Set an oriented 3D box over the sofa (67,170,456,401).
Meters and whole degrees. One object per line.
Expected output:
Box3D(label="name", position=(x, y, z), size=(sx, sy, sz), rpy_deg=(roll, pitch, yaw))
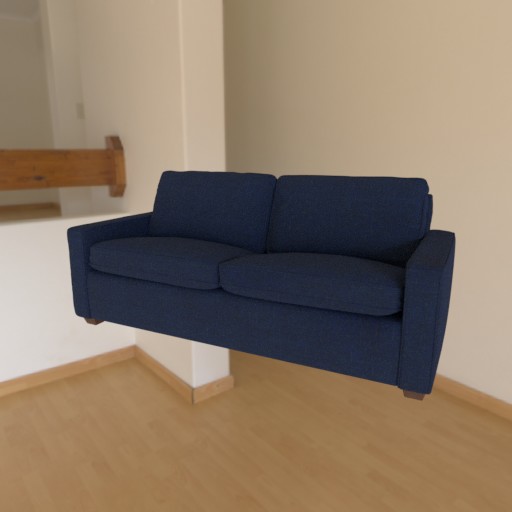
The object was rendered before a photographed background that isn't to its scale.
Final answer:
Box3D(label="sofa", position=(0.000, 0.000, 2.562), size=(2.080, 0.919, 0.940), rpy_deg=(7, 15, 26))
